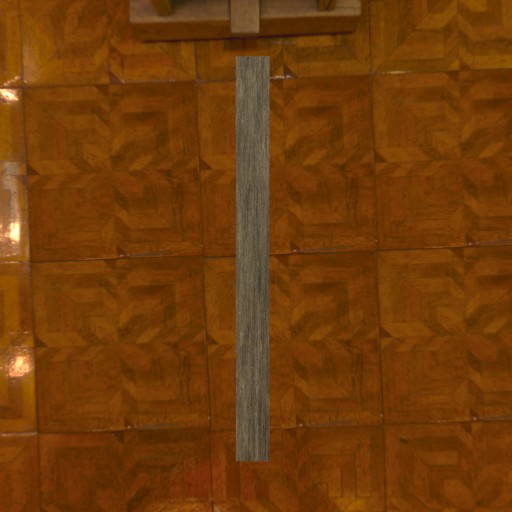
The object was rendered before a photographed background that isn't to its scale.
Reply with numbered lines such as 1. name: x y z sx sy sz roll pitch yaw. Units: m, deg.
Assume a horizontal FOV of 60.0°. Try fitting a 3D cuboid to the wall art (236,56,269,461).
1. wall art: 0.000 0.000 1.342 0.063 1.016 0.762 0 91 1
